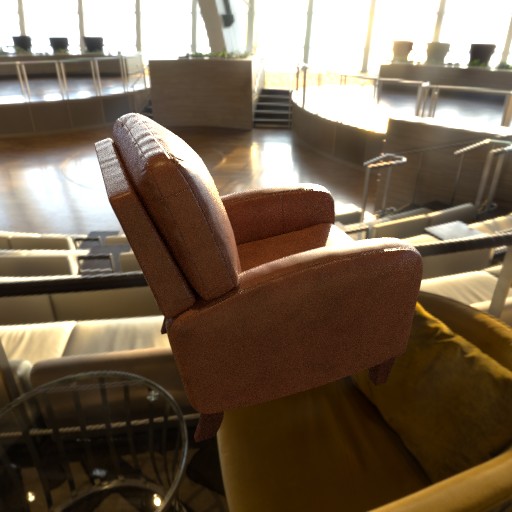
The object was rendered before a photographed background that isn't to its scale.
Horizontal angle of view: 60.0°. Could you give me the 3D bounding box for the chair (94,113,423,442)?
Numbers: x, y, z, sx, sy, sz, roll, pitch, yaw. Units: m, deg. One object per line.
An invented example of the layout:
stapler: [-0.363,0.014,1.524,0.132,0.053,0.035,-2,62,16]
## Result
chair: [0.000,0.000,1.659,0.990,0.990,0.762,-11,30,-19]
